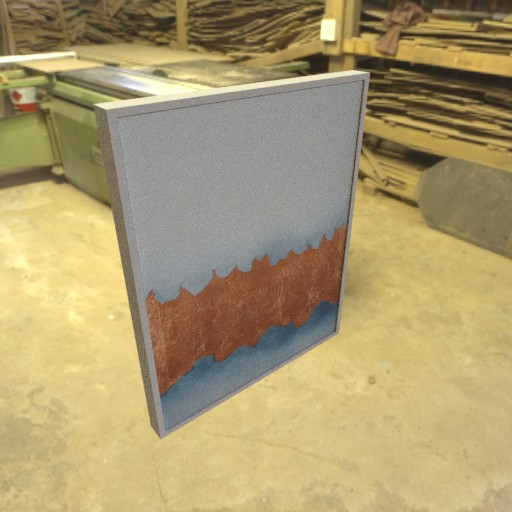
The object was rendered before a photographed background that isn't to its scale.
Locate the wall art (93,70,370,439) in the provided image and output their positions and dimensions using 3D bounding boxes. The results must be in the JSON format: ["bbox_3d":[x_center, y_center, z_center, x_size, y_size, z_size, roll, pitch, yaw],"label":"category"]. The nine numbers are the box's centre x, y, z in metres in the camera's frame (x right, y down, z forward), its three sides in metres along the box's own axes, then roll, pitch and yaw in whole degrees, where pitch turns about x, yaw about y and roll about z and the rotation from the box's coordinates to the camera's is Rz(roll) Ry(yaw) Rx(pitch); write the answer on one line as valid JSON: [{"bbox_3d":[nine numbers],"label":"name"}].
[{"bbox_3d":[0.000,0.000,0.761,0.451,0.553,0.039,-22,37,-32],"label":"wall art"}]
